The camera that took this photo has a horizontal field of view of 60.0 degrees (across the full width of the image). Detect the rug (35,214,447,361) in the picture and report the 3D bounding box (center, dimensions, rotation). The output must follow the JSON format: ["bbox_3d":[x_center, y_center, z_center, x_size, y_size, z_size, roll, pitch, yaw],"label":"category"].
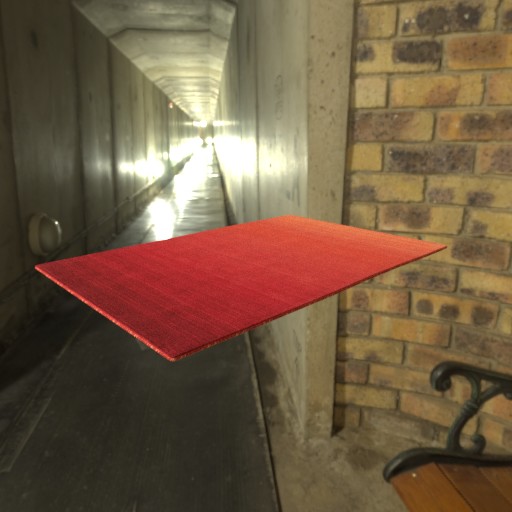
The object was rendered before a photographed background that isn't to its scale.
[{"bbox_3d":[0.000,0.000,2.337,1.835,0.018,1.230,-15,22,-41],"label":"rug"}]
